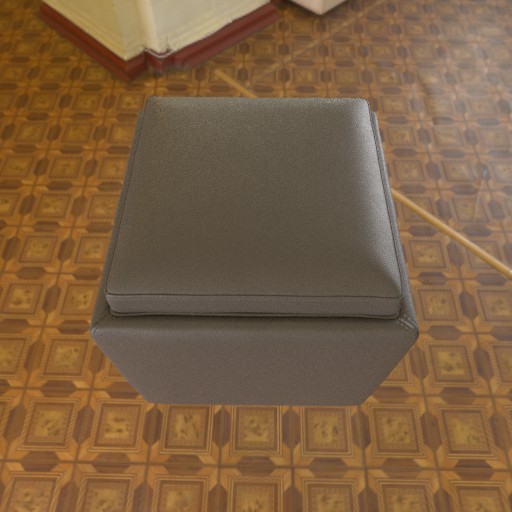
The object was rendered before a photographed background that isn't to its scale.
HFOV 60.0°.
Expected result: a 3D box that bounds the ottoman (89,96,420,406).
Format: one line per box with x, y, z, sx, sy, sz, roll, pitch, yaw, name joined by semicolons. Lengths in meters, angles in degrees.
0.000;0.000;0.822;0.450;0.460;0.451;1;58;0;ottoman
